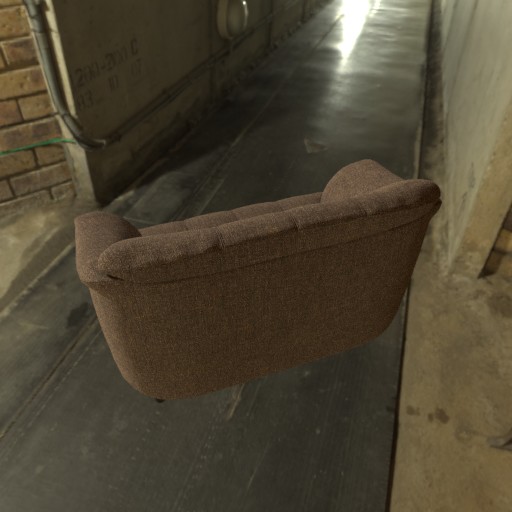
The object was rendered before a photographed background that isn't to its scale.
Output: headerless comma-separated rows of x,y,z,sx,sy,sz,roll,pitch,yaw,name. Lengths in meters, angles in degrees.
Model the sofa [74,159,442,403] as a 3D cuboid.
0.000,0.000,1.941,1.404,0.895,0.799,-13,43,-15,sofa
